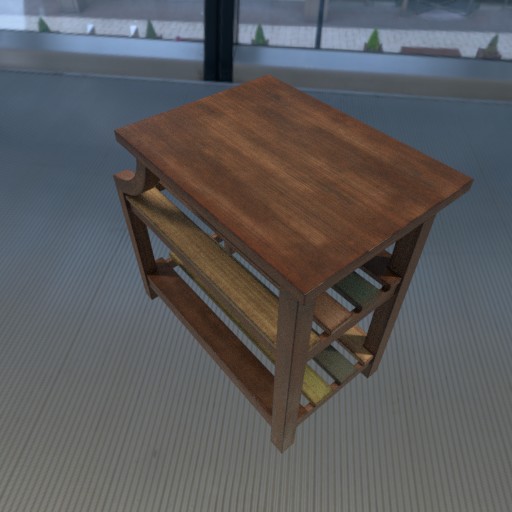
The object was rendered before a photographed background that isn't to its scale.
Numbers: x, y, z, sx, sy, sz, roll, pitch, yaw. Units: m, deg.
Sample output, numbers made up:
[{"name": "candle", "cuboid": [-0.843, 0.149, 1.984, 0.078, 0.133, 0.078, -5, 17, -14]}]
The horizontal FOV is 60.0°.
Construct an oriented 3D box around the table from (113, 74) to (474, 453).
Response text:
[{"name": "table", "cuboid": [0.000, 0.000, 0.965, 0.356, 0.584, 0.609, -31, 53, -26]}]
